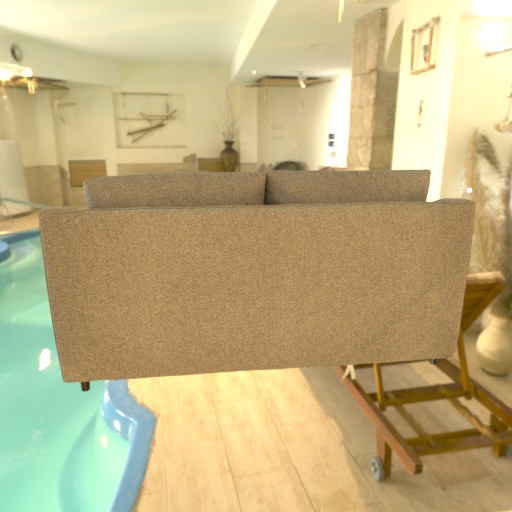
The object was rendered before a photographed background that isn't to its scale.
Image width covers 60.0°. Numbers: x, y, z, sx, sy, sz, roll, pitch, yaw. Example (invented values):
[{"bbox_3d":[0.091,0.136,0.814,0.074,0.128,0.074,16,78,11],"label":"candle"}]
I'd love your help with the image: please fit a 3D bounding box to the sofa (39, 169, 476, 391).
[{"bbox_3d":[0.000,0.000,2.561,2.010,1.018,1.072,-2,15,-8],"label":"sofa"}]
